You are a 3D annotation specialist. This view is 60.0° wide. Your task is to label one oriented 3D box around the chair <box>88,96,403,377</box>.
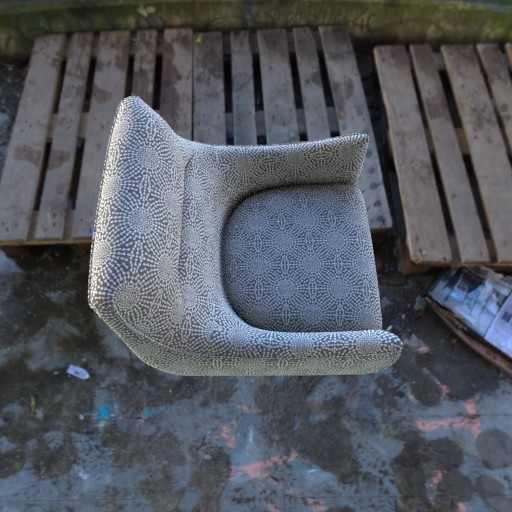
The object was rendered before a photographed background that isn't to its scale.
[{"bbox_3d":[0.000,0.000,1.460,0.787,0.838,0.762,-1,64,0],"label":"chair"}]
